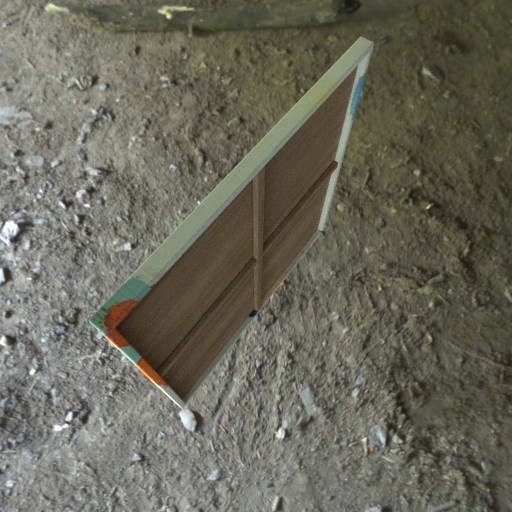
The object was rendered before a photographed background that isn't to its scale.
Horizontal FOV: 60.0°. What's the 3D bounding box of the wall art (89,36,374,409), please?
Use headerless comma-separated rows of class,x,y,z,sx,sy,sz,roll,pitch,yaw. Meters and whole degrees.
wall art,0.000,0.000,1.479,0.044,1.017,1.017,34,68,16
